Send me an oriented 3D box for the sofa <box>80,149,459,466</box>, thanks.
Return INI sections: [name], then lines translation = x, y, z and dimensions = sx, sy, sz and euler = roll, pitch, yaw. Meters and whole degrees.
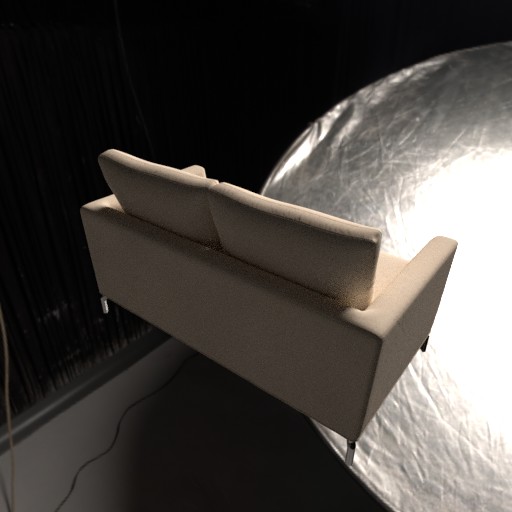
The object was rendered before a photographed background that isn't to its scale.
[sofa]
translation = 0.000, 0.000, 2.332
dimensions = 1.739, 0.995, 0.906
euler = 22, 37, 32
